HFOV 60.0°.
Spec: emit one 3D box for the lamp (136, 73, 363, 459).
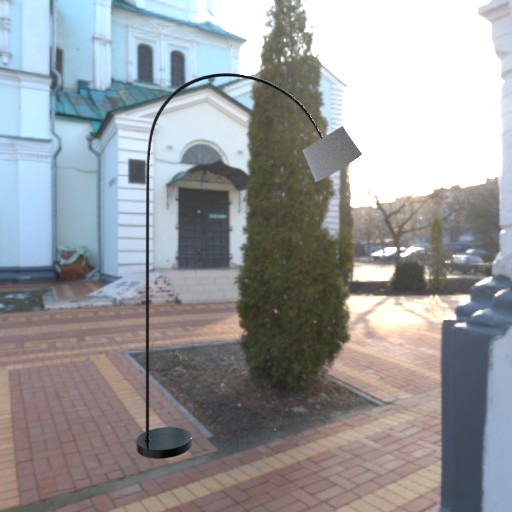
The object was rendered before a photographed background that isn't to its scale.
[{"bbox_3d":[0.000,0.000,2.603,1.363,2.104,0.331,0,1,-18],"label":"lamp"}]
